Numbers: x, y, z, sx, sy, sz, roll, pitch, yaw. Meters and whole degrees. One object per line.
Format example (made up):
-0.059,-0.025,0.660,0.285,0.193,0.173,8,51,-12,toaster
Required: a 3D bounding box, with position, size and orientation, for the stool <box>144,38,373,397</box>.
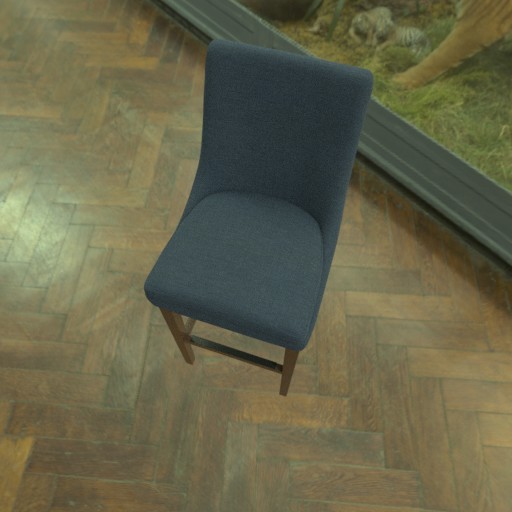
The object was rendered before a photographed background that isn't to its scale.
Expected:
0.000,0.000,1.399,0.470,1.078,0.577,16,60,9,stool
